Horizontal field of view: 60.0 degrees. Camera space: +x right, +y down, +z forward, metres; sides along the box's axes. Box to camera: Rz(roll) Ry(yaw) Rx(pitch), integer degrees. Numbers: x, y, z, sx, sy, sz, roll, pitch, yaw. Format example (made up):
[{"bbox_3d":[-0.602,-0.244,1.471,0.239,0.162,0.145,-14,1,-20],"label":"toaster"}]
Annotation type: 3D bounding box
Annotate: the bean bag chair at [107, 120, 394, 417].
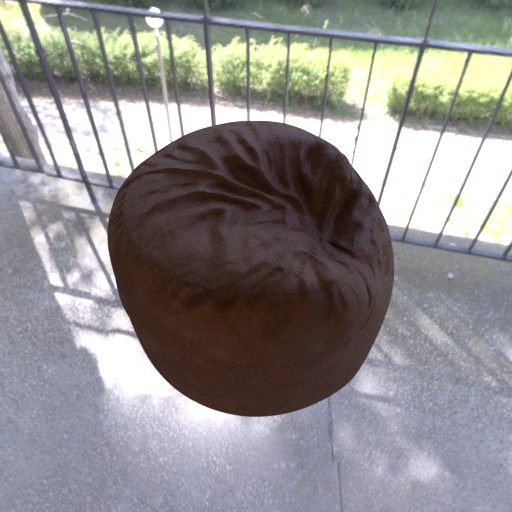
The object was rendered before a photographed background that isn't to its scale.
[{"bbox_3d":[0.000,0.000,1.496,0.918,0.616,0.918,0,47,0],"label":"bean bag chair"}]
